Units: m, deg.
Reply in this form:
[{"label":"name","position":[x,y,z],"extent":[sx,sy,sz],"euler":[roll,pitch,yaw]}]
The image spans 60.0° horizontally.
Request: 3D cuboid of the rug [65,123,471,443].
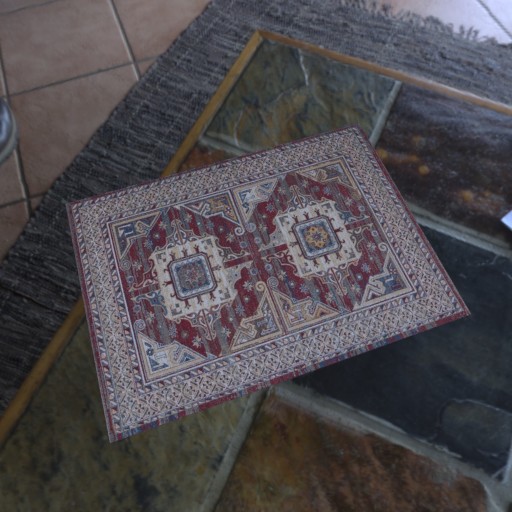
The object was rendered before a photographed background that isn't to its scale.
[{"label":"rug","position":[0.000,0.000,2.865],"extent":[2.210,0.011,1.599],"euler":[-17,65,-8]}]
